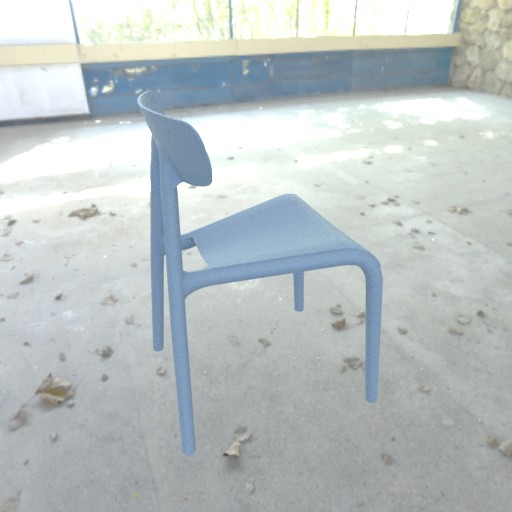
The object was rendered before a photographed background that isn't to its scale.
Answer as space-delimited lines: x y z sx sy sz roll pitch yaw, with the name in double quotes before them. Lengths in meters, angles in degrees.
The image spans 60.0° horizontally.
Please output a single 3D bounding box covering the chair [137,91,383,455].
"chair" 0.000 0.000 0.843 0.401 0.580 0.356 -11 31 -19
